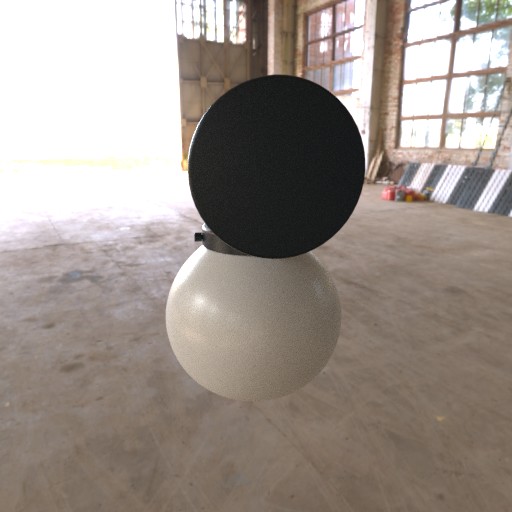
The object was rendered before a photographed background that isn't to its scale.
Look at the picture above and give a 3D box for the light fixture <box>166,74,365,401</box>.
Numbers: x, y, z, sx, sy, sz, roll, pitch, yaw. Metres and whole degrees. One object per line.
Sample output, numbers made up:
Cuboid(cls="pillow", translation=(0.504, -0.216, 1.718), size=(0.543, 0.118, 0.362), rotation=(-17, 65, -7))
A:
Cuboid(cls="light fixture", translation=(0.000, 0.000, 0.472), size=(0.197, 0.332, 0.230), rotation=(-2, 15, -9))
